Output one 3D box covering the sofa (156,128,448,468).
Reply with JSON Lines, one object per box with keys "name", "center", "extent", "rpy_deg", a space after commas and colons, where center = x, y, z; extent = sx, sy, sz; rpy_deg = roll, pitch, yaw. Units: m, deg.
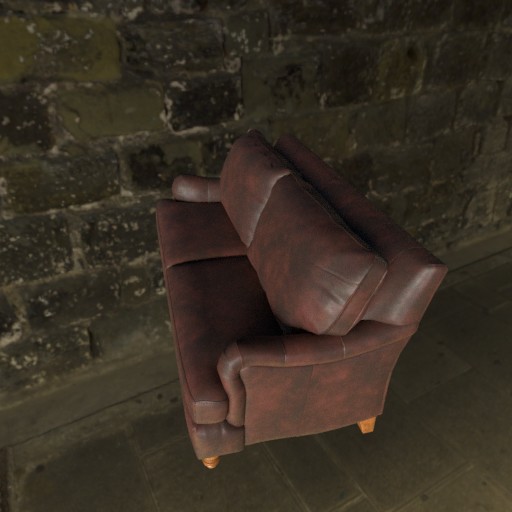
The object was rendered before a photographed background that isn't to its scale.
{"name": "sofa", "center": [0.000, 0.000, 2.782], "extent": [1.147, 1.071, 2.144], "rpy_deg": [-8, 32, -13]}
